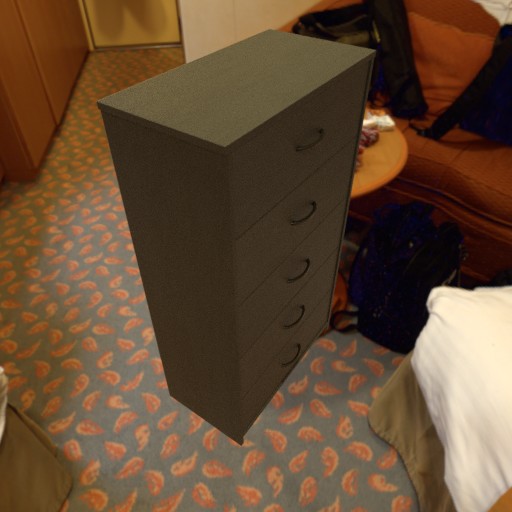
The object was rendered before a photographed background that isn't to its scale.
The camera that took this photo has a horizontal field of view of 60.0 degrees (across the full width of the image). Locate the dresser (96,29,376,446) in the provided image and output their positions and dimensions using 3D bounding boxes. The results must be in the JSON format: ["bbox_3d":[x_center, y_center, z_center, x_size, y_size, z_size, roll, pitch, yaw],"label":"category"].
[{"bbox_3d":[0.000,0.000,1.554,0.399,1.255,0.704,25,48,25],"label":"dresser"}]
